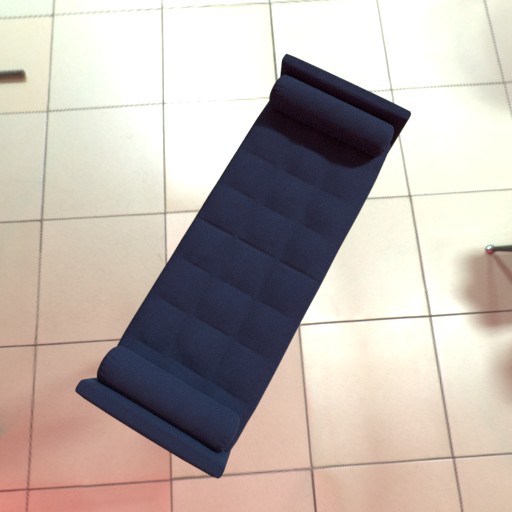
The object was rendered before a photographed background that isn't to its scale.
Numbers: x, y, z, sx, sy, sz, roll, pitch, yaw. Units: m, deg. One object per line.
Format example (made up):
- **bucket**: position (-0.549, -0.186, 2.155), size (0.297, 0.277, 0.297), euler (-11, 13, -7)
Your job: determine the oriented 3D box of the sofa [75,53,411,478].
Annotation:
- **sofa**: position (0.000, 0.000, 2.514), size (0.797, 0.657, 2.102), euler (28, 77, 7)
